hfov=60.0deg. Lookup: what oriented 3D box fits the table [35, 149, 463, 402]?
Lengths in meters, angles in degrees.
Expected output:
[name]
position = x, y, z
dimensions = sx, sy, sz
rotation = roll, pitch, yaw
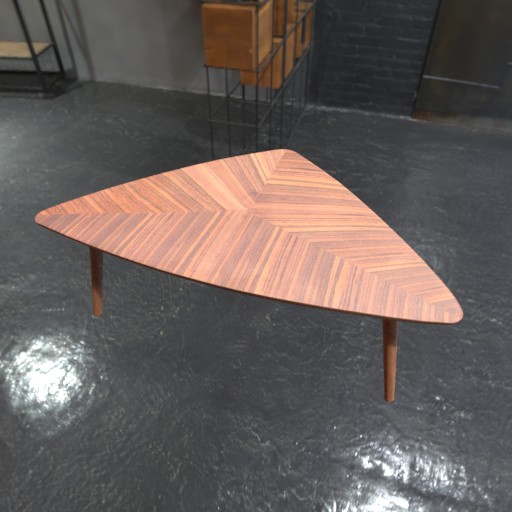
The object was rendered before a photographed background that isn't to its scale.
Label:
[table]
position = 0.000, 0.000, 1.264
dimensions = 1.008, 0.365, 0.601
rotation = 13, 44, 14
